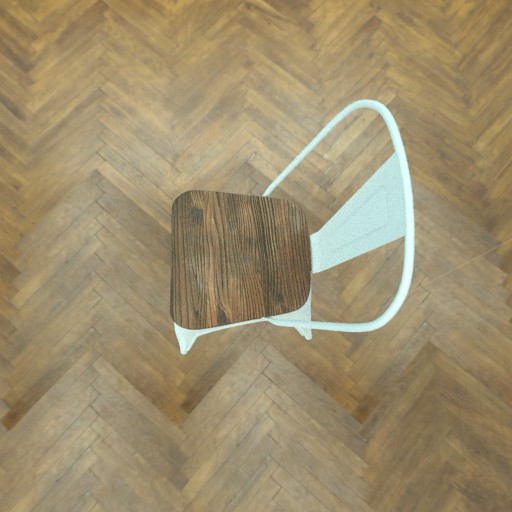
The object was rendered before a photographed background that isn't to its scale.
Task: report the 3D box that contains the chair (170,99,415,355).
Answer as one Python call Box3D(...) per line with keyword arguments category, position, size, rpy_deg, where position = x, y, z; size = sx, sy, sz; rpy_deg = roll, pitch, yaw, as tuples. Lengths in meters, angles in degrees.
Box3D(category="chair", position=(0.000, 0.000, 1.144), size=(0.521, 0.851, 0.452), rpy_deg=(-2, 75, 0))
